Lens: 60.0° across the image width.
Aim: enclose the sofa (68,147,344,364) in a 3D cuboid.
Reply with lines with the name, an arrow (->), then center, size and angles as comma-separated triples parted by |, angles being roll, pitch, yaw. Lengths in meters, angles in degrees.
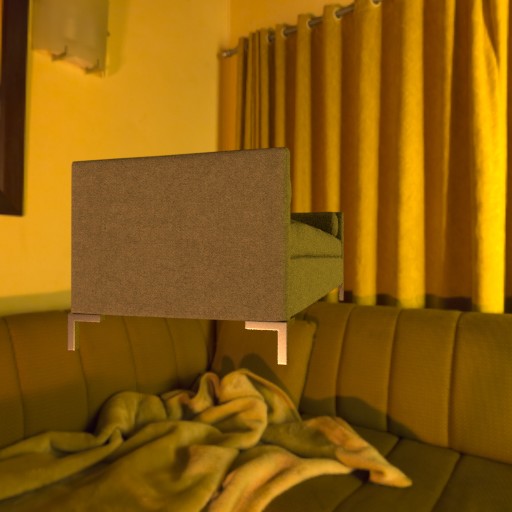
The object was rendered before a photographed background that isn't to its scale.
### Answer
sofa -> 0.000, 0.000, 2.431 | 0.797, 0.657, 2.102 | 0, 0, 16
